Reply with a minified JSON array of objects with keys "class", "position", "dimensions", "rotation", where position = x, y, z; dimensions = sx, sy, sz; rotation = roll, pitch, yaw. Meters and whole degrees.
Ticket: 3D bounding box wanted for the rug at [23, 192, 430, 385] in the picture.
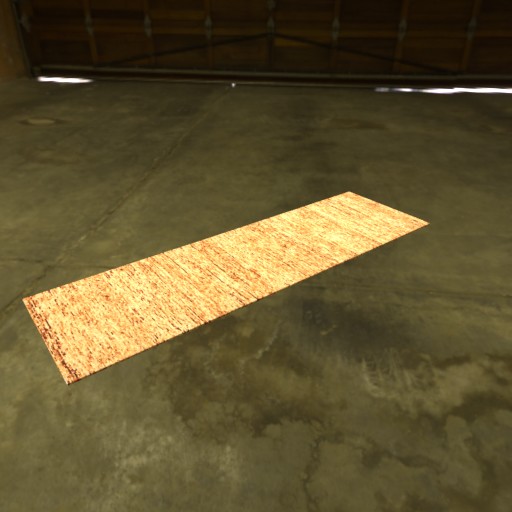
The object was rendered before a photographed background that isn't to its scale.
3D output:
[{"class":"rug","position":[0.000,0.000,2.431],"dimensions":[2.237,0.014,0.680],"rotation":[-21,36,-32]}]
